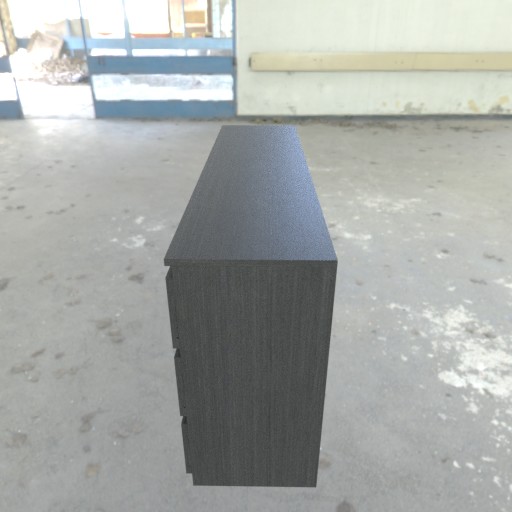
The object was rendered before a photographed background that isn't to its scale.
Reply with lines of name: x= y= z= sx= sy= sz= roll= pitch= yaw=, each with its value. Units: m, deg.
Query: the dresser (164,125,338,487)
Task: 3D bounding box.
dresser: x=0.000 y=0.000 z=1.903 sx=0.400 sy=0.795 sz=1.590 roll=0 pitch=27 yaw=1
